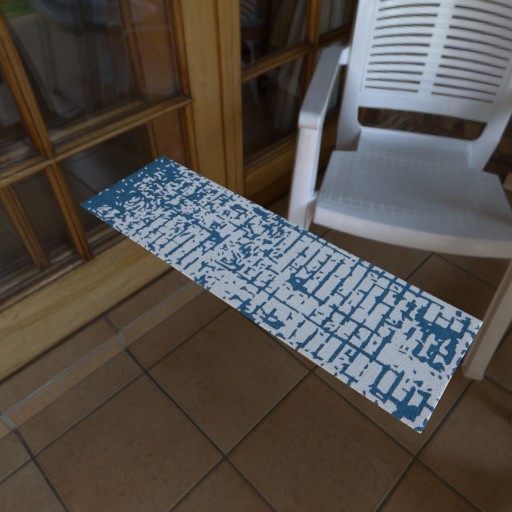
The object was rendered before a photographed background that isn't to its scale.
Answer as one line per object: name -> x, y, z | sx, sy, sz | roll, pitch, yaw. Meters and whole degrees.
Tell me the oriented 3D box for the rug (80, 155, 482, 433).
rug -> 0.000, 0.000, 2.639 | 2.435, 0.011, 0.750 | 30, 53, 26
